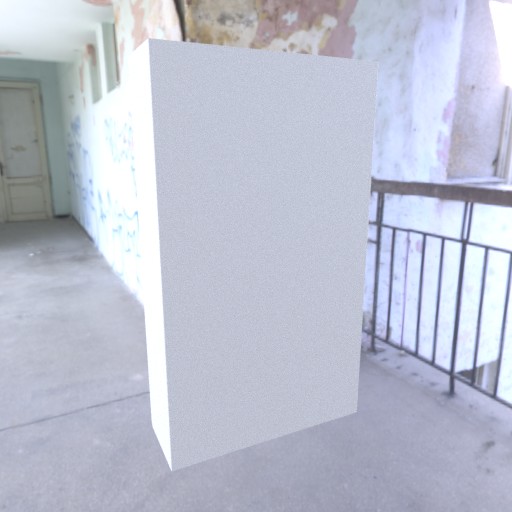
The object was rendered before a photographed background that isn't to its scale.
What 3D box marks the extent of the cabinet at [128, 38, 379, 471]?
[{"bbox_3d":[0.000,0.000,2.611,1.250,2.160,0.480,-7,16,-25],"label":"cabinet"}]
